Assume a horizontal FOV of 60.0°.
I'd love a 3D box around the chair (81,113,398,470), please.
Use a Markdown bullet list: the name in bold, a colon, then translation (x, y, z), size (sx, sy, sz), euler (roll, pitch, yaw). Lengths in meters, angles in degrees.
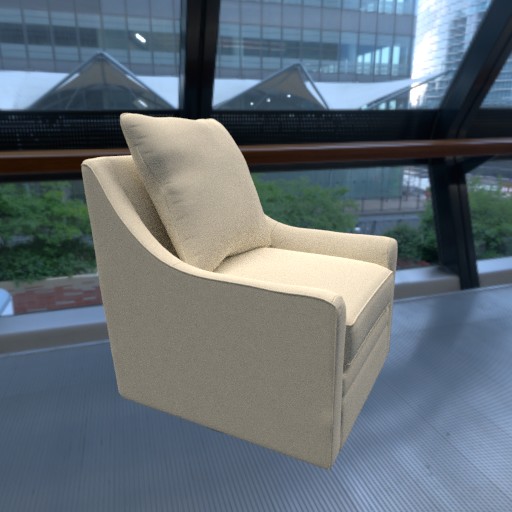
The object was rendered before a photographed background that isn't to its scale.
- **chair**: translation (0.000, 0.000, 1.581), size (0.876, 0.965, 0.756), euler (8, 17, 27)
